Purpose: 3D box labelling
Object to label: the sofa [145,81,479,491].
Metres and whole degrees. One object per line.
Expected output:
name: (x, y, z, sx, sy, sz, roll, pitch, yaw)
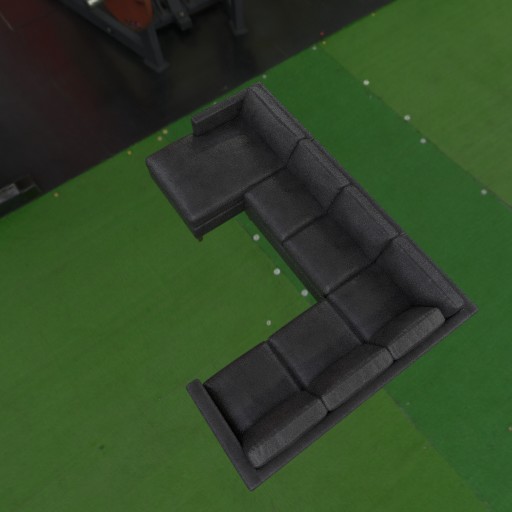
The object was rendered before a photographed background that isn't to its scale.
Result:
sofa: (0.000, 0.000, 4.402, 2.452, 0.891, 3.324, -33, 69, -14)
